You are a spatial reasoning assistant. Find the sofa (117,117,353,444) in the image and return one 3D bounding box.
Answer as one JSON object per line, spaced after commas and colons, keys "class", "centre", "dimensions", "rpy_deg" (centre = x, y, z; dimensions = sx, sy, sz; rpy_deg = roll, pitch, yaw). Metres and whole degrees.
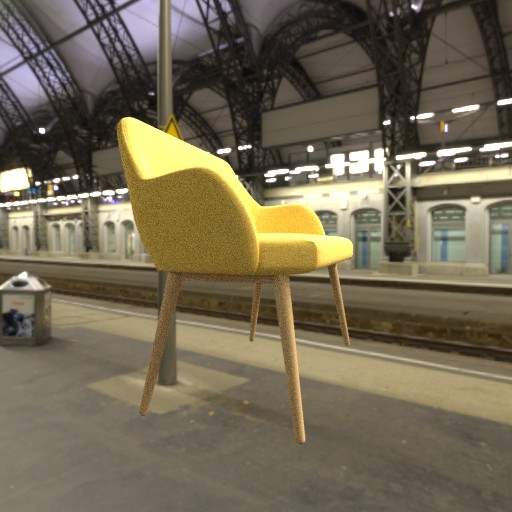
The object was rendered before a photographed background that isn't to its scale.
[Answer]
{"class": "sofa", "centre": [0.000, 0.000, 1.587], "dimensions": [0.610, 0.840, 1.150], "rpy_deg": [1, 2, 18]}
